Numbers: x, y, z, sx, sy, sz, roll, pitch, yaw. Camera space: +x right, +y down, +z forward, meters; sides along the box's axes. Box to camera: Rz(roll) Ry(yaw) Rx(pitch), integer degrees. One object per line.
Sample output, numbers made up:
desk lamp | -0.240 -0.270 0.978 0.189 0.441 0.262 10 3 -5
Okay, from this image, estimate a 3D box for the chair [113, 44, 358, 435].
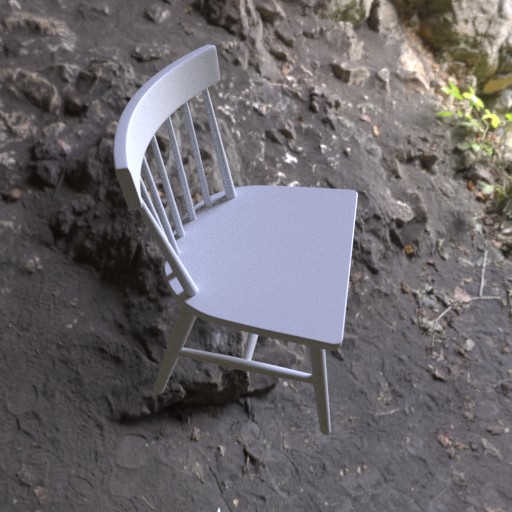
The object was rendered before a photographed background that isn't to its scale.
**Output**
chair | 0.000 0.000 1.069 0.500 0.787 0.483 9 47 9
